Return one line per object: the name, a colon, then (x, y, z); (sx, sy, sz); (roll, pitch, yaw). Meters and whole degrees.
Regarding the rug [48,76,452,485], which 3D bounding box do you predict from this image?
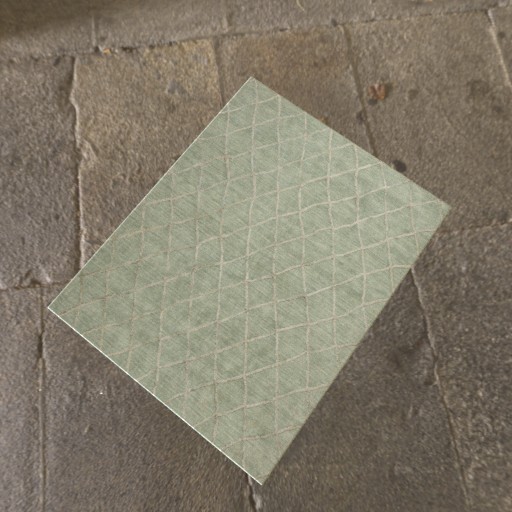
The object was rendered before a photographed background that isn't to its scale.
rug: (0.000, 0.000, 4.127); (2.420, 0.019, 3.039); (36, 78, 9)
